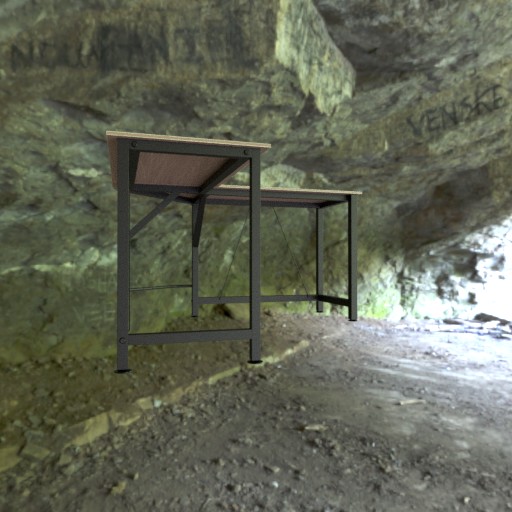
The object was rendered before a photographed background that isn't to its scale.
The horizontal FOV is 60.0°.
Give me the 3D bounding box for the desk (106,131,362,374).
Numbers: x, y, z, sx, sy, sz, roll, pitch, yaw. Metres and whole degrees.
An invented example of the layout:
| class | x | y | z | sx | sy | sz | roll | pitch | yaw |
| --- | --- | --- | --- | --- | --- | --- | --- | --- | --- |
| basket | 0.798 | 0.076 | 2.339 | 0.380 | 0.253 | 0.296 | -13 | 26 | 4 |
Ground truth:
| class | x | y | z | sx | sy | sz | roll | pitch | yaw |
| --- | --- | --- | --- | --- | --- | --- | --- | --- | --- |
| desk | 0.000 | 0.000 | 2.249 | 1.400 | 0.762 | 1.400 | 0 | -1 | -17 |
